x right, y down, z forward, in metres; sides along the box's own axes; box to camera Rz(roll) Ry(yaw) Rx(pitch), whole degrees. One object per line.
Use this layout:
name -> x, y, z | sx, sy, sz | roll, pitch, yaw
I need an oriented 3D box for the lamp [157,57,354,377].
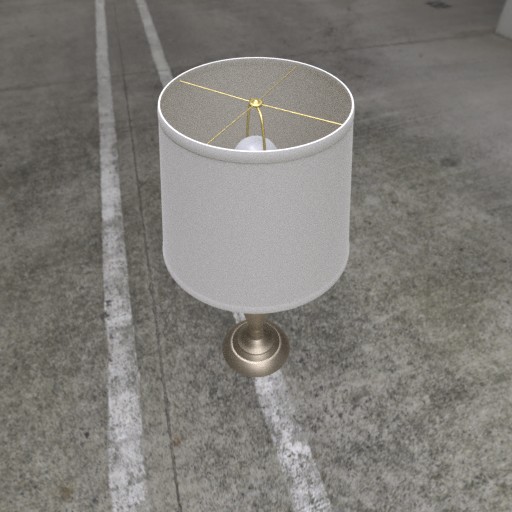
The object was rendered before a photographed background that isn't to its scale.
lamp -> 0.000, 0.000, 0.820 | 0.328, 0.619, 0.328 | 0, 46, 0
